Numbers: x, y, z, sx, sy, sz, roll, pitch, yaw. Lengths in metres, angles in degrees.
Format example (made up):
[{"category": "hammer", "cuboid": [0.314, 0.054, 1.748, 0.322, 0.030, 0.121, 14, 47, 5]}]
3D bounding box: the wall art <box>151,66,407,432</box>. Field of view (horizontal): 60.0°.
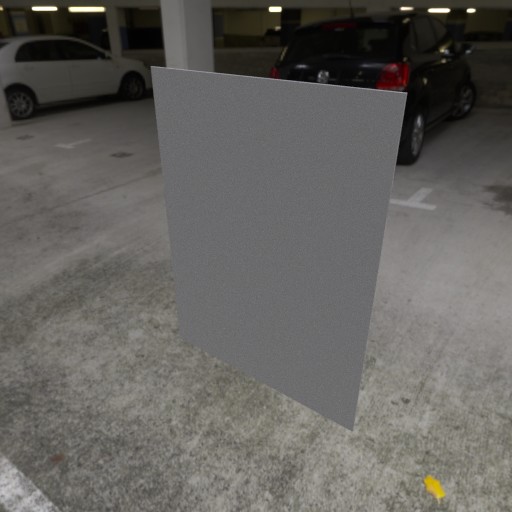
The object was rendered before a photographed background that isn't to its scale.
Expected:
[{"category": "wall art", "cuboid": [0.000, 0.000, 0.808, 0.457, 0.609, 0.003, 20, 35, 31]}]
